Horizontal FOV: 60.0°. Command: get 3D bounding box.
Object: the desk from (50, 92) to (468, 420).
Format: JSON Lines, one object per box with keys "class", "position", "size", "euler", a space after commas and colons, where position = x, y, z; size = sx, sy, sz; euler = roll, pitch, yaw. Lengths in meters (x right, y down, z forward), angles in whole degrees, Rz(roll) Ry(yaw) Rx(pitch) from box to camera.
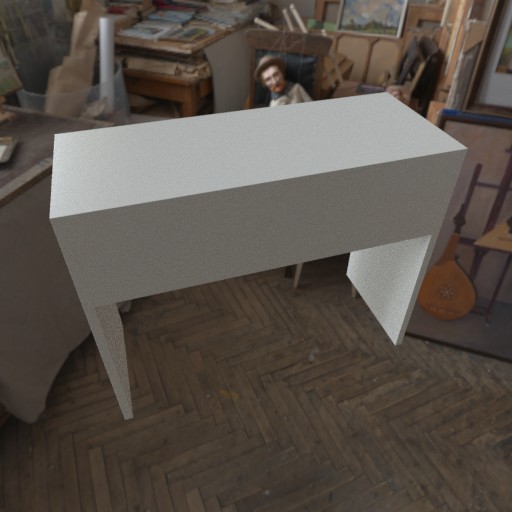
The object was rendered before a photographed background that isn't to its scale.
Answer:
{"class": "desk", "position": [0.000, 0.000, 1.412], "size": [1.000, 0.790, 0.400], "euler": [-12, 42, -13]}
